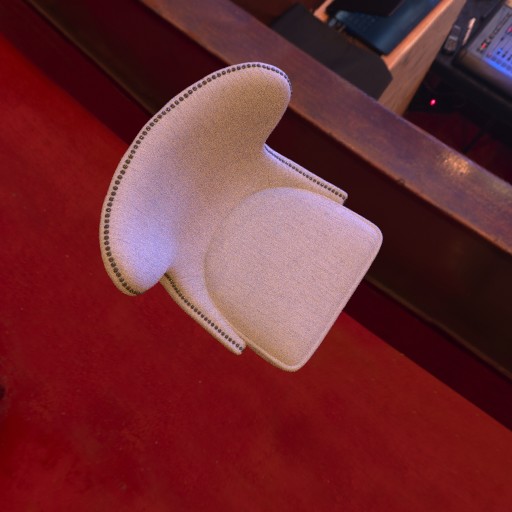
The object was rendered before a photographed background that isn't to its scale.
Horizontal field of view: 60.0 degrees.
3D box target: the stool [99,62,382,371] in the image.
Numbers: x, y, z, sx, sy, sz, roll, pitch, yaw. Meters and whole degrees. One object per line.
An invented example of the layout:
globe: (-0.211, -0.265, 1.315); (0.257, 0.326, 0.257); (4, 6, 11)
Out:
stool: (0.000, 0.000, 1.369); (0.597, 0.972, 0.615); (34, 78, 8)
